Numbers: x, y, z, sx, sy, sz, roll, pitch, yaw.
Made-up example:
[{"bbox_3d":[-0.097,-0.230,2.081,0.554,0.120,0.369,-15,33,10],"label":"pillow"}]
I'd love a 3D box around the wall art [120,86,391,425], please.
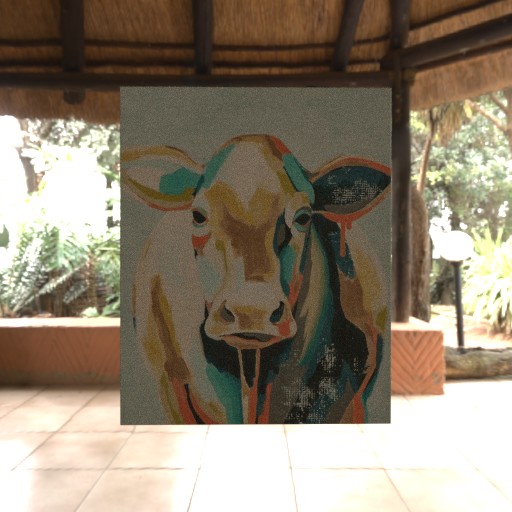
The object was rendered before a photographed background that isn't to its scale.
[{"bbox_3d":[0.000,0.000,0.686,0.409,0.509,0.037,0,0,-1],"label":"wall art"}]
